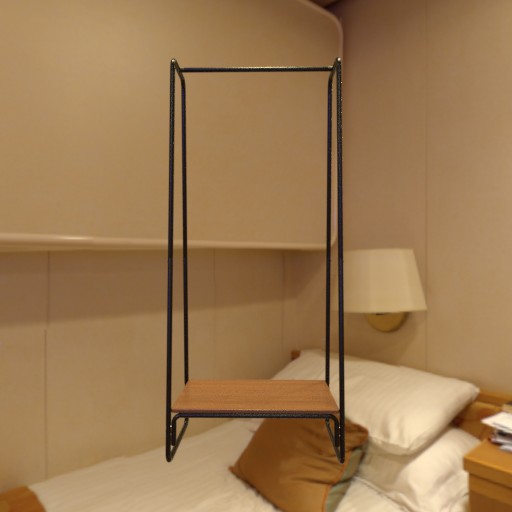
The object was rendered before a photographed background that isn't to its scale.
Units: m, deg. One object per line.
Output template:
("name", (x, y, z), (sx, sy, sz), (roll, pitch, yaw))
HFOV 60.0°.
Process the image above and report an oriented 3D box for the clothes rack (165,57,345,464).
("clothes rack", (0.000, 0.000, 1.763), (0.640, 1.500, 0.400), (0, 0, 1))
